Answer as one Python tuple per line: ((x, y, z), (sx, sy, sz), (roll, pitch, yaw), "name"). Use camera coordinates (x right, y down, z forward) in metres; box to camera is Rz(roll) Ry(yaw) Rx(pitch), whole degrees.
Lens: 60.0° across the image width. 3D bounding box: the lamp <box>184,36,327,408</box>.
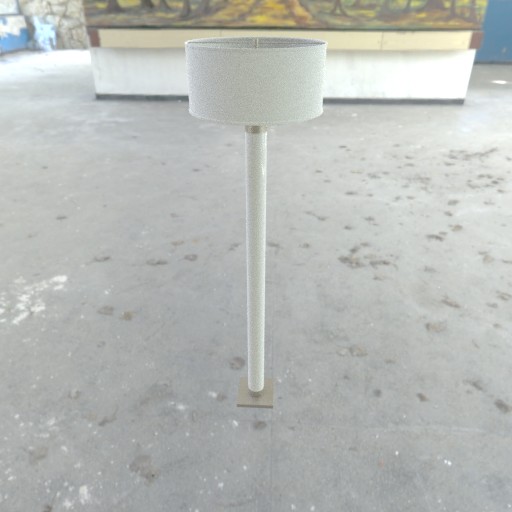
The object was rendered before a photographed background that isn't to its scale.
((0.000, 0.000, 1.670), (0.420, 1.475, 0.420), (2, 30, 3), "lamp")
